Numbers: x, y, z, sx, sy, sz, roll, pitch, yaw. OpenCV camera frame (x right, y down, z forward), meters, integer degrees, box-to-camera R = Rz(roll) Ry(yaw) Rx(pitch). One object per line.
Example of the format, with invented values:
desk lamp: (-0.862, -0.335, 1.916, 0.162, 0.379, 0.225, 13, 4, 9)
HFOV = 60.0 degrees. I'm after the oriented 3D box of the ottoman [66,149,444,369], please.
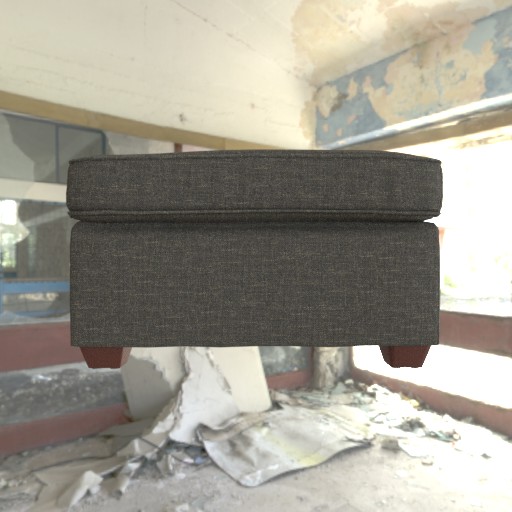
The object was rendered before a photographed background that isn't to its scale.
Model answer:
ottoman: (0.000, 0.000, 1.094, 0.749, 0.450, 0.549, 0, 0, 0)
